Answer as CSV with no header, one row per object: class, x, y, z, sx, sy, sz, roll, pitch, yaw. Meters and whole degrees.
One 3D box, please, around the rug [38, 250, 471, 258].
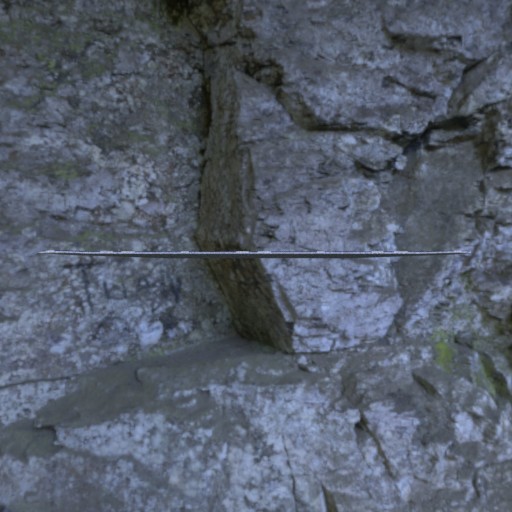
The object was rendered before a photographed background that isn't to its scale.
rug,0.000,0.000,4.093,2.443,0.024,3.228,0,-1,1
